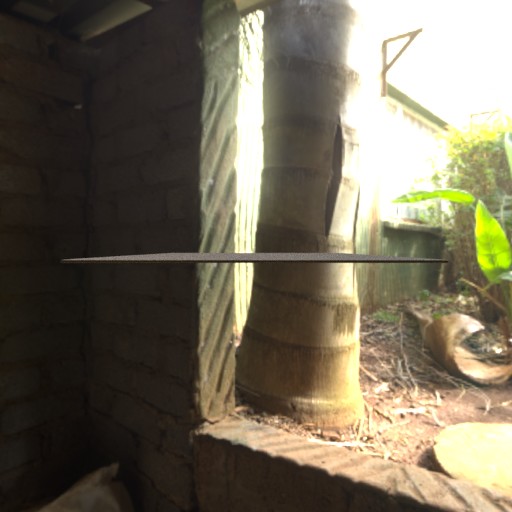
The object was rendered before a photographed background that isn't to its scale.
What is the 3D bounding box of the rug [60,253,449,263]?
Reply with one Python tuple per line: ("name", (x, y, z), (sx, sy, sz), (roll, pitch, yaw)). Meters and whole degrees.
("rug", (0.000, 0.000, 2.296), (1.219, 0.010, 1.829), (0, 1, 0))
